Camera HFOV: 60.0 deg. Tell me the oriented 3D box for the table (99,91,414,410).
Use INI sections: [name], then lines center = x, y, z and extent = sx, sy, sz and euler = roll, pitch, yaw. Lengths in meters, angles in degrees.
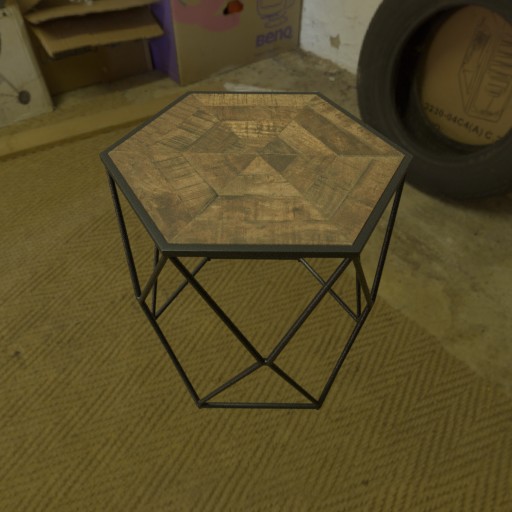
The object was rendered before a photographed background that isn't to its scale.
[table]
center = 0.000, 0.000, 1.046
extent = 0.579, 0.564, 0.578
euler = 23, 51, 20
